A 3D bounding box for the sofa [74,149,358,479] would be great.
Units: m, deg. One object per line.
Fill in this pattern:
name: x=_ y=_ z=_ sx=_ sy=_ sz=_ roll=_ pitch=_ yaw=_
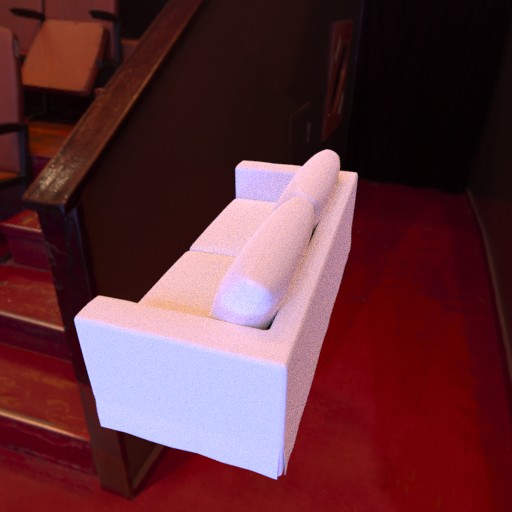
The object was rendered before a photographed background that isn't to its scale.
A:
sofa: x=0.000 y=0.000 z=2.711 sx=0.954 sy=0.881 sz=2.163 roll=9 pitch=32 yaw=15
